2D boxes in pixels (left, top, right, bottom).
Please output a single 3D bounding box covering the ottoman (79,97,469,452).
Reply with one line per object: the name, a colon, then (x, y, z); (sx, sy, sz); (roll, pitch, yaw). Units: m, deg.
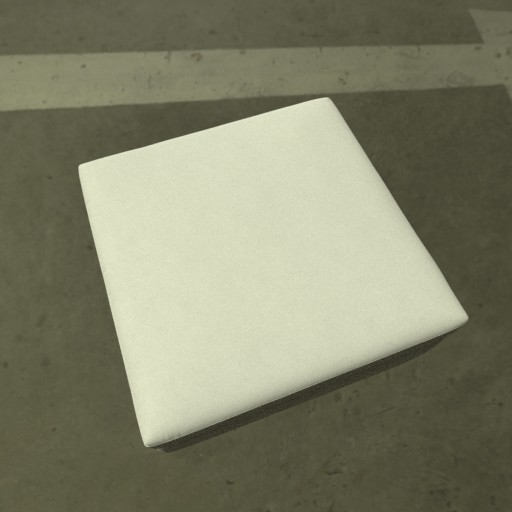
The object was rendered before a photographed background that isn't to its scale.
ottoman: (0.000, 0.000, 1.796); (1.167, 0.482, 1.163); (-18, 64, -9)
